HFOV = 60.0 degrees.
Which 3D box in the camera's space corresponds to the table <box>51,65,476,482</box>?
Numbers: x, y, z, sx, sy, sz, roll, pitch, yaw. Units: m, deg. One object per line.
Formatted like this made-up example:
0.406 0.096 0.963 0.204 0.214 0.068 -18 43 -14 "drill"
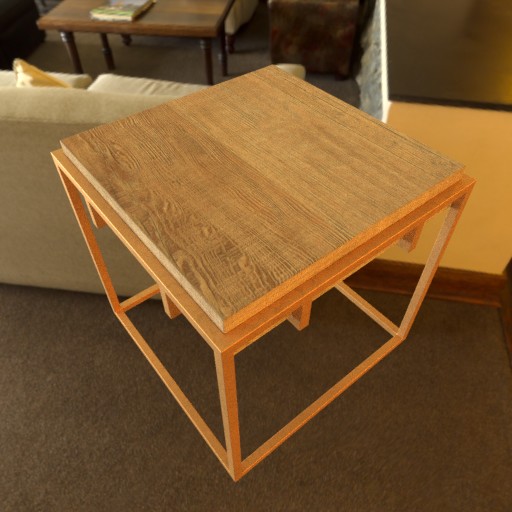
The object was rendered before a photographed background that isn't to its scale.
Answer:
0.000 0.000 1.067 0.599 0.584 0.599 -30 54 -25 "table"
